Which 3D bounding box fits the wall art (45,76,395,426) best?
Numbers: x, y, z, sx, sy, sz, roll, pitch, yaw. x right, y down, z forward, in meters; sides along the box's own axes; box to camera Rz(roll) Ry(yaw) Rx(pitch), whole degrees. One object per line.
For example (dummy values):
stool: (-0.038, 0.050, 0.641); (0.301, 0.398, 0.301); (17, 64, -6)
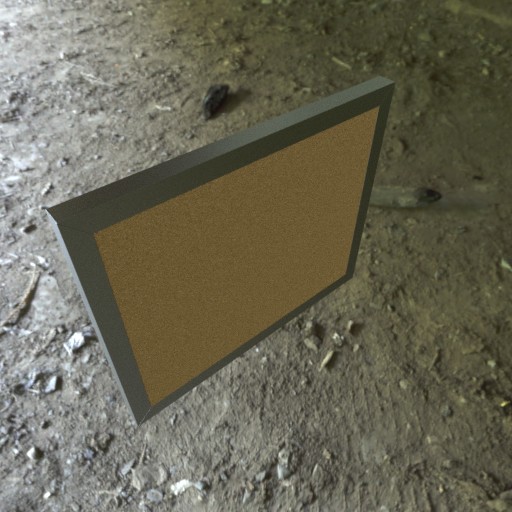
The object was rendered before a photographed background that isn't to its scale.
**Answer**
wall art: (0.000, 0.000, 0.749); (0.557, 0.456, 0.032); (-30, 51, -28)
